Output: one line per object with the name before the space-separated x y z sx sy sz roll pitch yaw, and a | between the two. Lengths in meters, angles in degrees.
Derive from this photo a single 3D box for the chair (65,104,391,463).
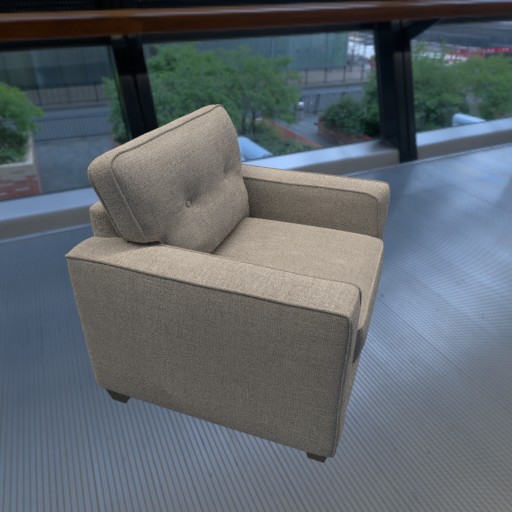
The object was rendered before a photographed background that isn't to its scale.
chair | 0.000 0.000 1.726 0.939 0.965 1.015 11 32 17
